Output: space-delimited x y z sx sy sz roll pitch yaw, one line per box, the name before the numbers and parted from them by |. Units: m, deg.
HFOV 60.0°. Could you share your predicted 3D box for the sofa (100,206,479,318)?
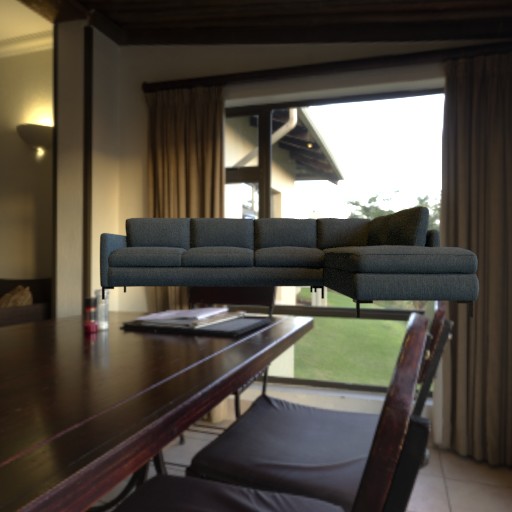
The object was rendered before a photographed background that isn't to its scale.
sofa | 0.000 0.000 3.898 2.949 0.815 2.007 0 0 0
